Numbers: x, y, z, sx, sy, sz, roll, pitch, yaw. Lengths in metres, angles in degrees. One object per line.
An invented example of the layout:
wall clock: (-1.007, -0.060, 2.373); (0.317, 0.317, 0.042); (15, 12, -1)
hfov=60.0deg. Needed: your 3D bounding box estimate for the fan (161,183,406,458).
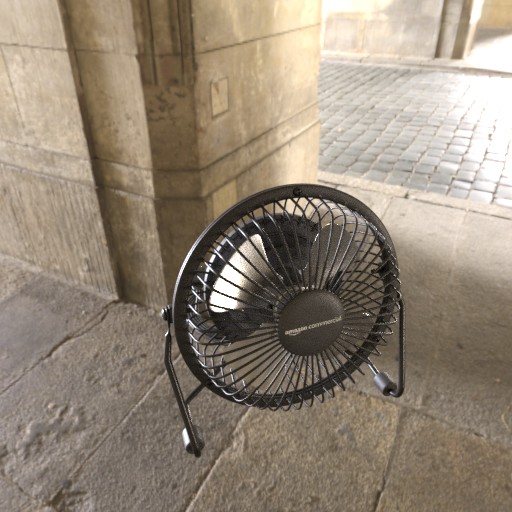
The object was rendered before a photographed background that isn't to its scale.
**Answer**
fan: (0.000, 0.000, 0.312); (0.153, 0.152, 0.202); (-10, 34, -16)
